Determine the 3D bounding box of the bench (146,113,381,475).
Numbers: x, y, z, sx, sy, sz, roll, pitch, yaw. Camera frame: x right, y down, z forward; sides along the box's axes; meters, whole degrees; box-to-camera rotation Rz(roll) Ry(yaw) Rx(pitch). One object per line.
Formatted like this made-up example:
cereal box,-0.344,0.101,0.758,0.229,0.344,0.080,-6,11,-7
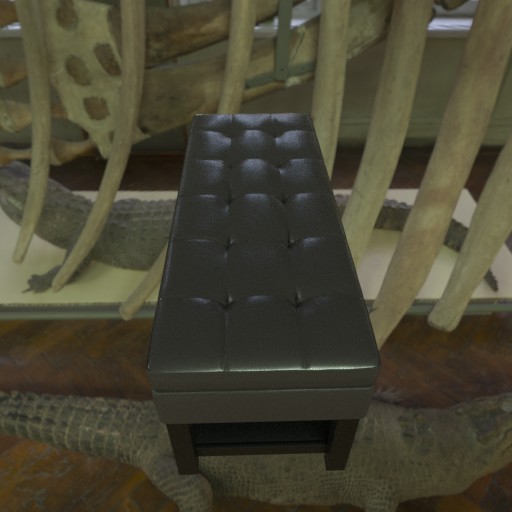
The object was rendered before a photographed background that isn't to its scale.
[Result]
bench,0.000,0.000,1.333,0.432,0.460,1.105,-1,41,-1
